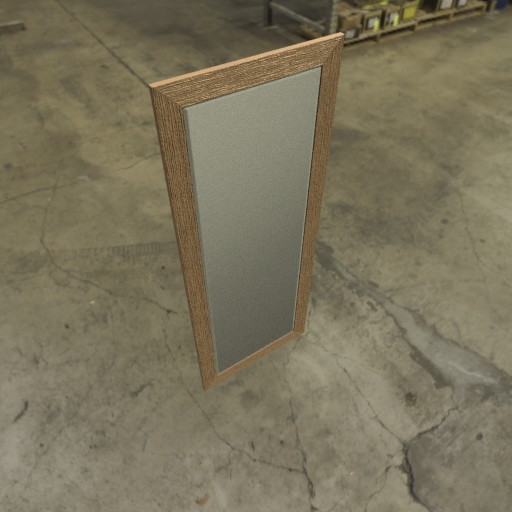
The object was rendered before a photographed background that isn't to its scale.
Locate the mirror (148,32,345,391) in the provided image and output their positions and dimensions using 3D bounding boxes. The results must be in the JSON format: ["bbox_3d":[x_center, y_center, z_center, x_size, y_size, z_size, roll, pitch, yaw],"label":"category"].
[{"bbox_3d":[0.000,0.000,2.301,0.812,2.031,0.026,-26,51,-23],"label":"mirror"}]
